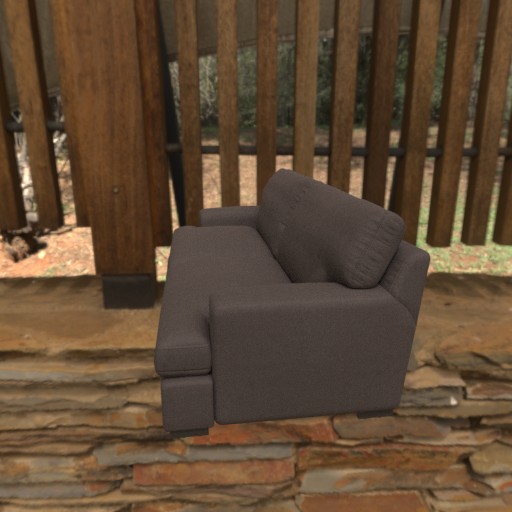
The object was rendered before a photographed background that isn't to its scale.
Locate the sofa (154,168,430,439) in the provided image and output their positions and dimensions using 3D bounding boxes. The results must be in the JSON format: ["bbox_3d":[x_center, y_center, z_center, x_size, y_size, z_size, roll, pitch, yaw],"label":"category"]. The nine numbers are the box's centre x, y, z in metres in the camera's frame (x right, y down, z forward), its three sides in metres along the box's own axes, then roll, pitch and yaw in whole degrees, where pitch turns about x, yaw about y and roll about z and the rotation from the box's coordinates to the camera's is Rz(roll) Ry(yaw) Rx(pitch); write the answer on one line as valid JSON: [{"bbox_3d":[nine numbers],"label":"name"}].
[{"bbox_3d":[0.000,0.000,2.835,1.140,0.950,2.271,-2,16,-8],"label":"sofa"}]
